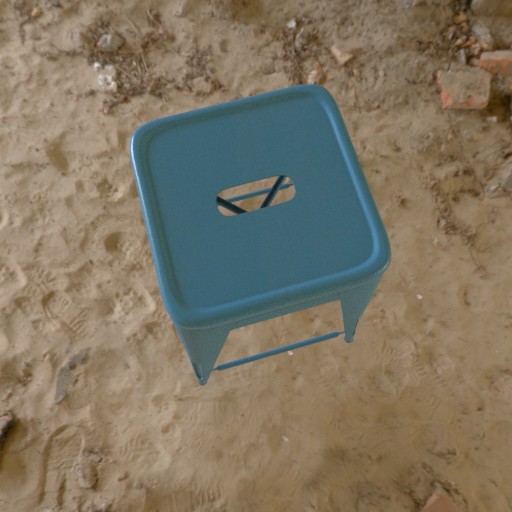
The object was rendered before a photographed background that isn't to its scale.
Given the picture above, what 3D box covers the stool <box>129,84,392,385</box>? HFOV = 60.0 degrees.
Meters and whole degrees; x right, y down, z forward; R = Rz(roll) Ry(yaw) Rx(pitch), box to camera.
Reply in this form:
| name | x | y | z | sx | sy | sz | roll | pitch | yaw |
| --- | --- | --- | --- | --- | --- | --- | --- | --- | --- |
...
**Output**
| name | x | y | z | sx | sy | sz | roll | pitch | yaw |
| --- | --- | --- | --- | --- | --- | --- | --- | --- | --- |
| stool | 0.000 | 0.000 | 0.890 | 0.410 | 0.608 | 0.410 | -15 | 74 | -4 |
